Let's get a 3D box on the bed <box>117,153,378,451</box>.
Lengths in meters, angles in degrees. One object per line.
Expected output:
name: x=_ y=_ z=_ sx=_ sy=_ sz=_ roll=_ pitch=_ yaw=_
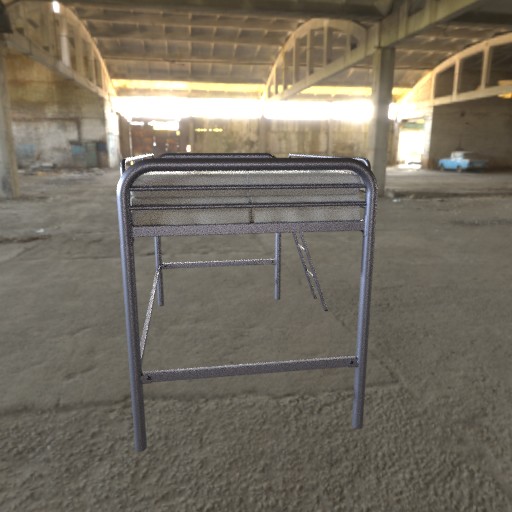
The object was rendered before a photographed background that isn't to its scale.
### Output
bed: x=0.000 y=0.000 z=2.886 sx=1.415 sy=1.288 sz=1.965 roll=-2 pitch=14 yaw=-9
